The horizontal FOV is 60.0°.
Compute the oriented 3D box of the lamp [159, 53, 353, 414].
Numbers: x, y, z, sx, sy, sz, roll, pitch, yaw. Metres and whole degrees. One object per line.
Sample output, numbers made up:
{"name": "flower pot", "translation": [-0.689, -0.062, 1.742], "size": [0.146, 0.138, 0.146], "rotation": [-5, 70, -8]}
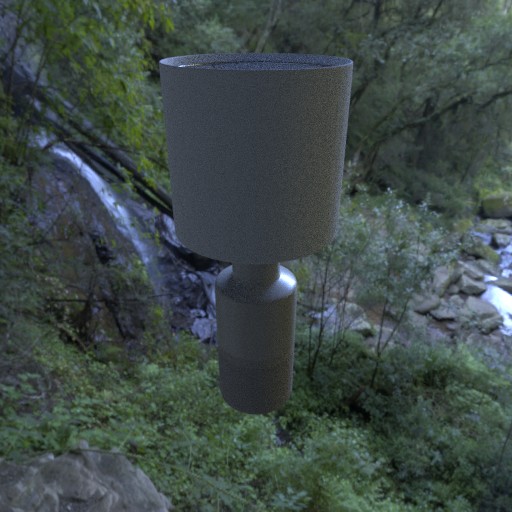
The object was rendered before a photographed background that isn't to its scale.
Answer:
{"name": "lamp", "translation": [0.000, 0.000, 0.608], "size": [0.212, 0.493, 0.212], "rotation": [-18, 33, -30]}
